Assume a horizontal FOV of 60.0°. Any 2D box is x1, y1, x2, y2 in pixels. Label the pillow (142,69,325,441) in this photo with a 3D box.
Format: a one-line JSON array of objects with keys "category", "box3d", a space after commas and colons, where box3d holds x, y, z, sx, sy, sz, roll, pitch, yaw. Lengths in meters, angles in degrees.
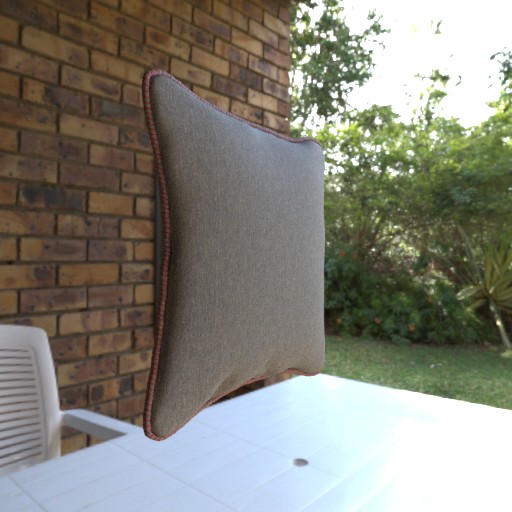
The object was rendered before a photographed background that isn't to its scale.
[{"category": "pillow", "box3d": [0.000, 0.000, 0.757, 0.124, 0.491, 0.482, 0, 0, 37]}]
